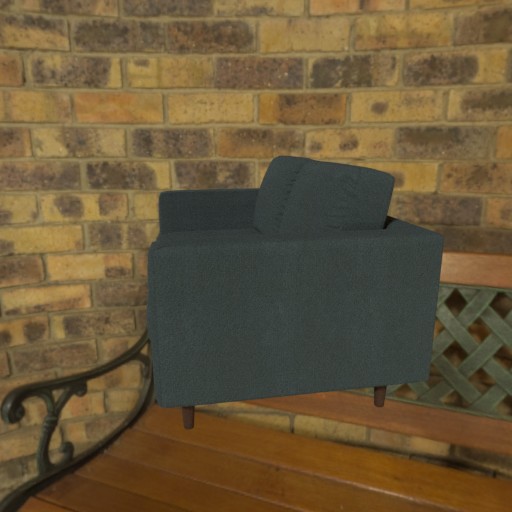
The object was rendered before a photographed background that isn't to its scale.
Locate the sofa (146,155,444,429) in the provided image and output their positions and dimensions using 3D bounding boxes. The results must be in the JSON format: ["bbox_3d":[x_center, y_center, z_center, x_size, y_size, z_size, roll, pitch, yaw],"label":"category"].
[{"bbox_3d":[0.000,0.000,2.165,0.999,0.930,1.518,-3,15,-10],"label":"sofa"}]
